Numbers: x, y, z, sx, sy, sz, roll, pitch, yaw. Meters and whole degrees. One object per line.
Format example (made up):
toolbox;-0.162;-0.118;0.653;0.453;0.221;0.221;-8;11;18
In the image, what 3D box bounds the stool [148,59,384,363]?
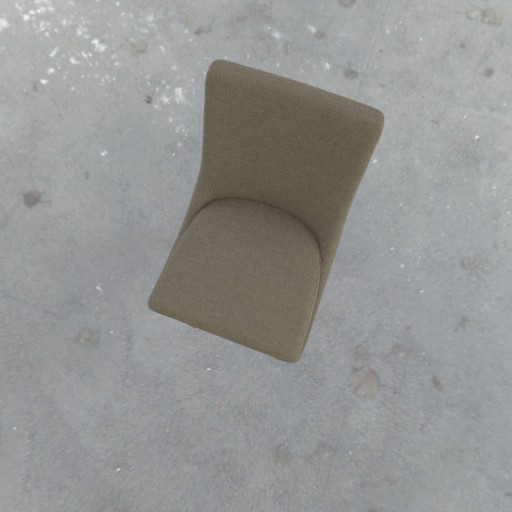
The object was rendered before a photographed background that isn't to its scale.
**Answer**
stool;0.000;0.000;1.431;0.470;1.078;0.577;20;76;5
